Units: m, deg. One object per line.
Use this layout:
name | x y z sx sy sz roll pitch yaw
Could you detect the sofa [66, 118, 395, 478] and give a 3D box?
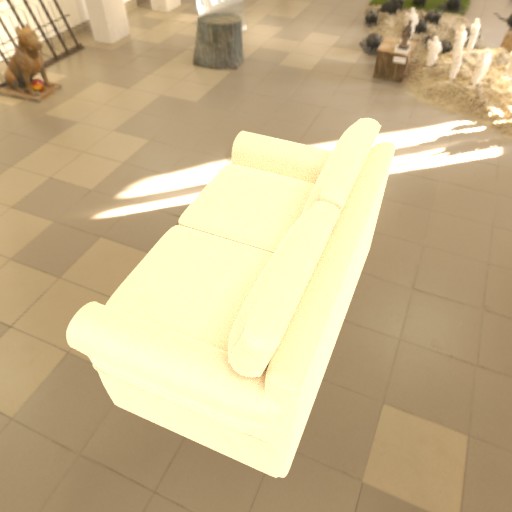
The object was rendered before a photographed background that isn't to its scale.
sofa | 0.000 0.000 2.293 0.991 0.940 1.727 17 47 16
